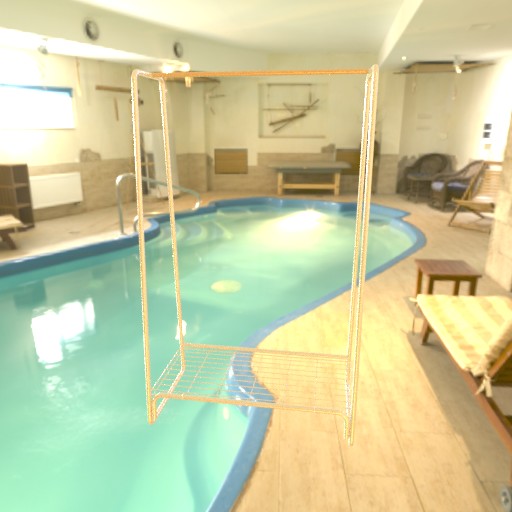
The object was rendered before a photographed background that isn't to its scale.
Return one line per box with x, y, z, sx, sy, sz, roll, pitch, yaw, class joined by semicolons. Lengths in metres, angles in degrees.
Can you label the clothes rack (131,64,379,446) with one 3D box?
0.000;0.000;1.929;0.900;1.500;0.495;3;17;9;clothes rack
